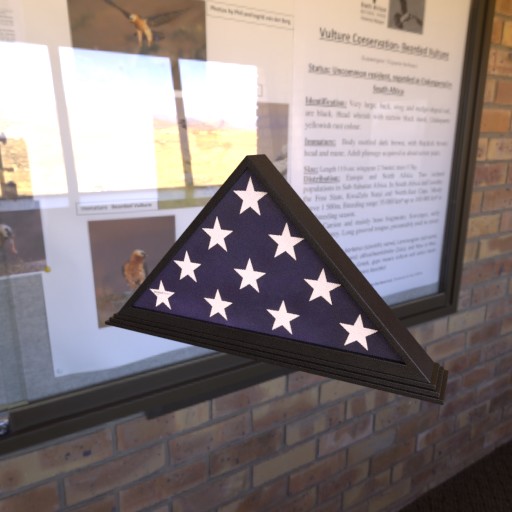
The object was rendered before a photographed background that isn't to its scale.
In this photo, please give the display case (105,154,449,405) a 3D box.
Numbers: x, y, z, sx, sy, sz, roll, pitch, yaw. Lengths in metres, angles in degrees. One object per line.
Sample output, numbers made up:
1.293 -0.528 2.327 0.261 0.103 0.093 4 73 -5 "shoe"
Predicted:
0.000 0.000 0.763 0.640 0.340 0.095 7 16 26 "display case"
